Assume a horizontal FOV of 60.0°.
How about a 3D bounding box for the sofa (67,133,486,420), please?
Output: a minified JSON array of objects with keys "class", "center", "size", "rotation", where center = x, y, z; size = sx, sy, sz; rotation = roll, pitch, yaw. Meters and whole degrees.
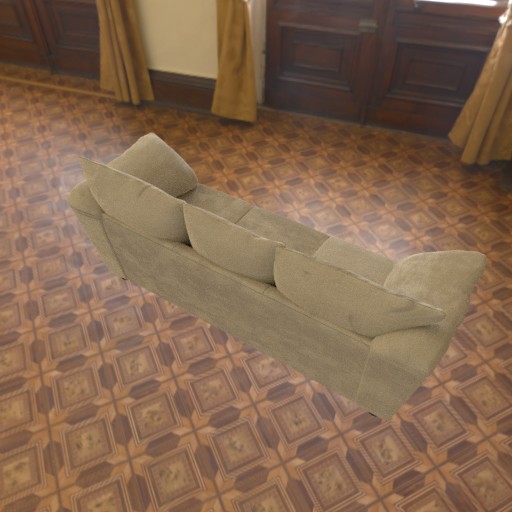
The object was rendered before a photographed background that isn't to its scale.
[{"class":"sofa","center":[0.000,0.000,2.723],"size":[2.377,0.981,0.893],"rotation":[24,50,22]}]
